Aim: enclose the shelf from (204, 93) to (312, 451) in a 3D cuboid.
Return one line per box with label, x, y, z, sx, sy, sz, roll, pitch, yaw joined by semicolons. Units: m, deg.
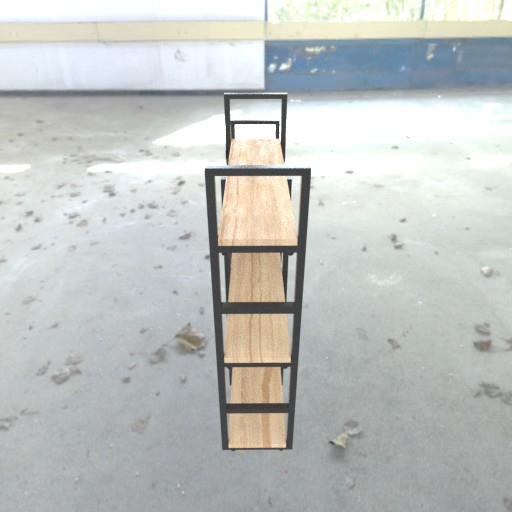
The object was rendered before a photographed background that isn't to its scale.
shelf;0.000;0.000;1.394;0.183;0.921;0.946;0;31;0
